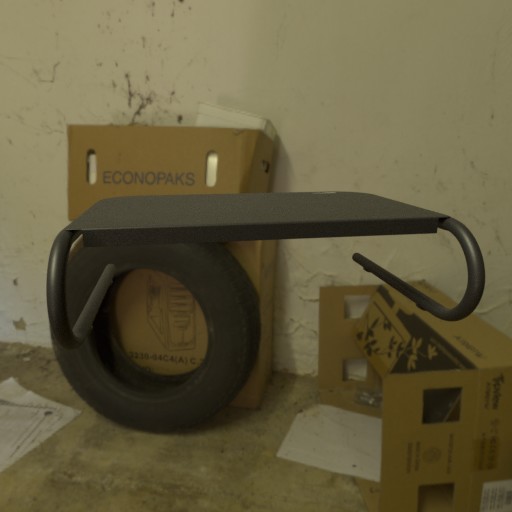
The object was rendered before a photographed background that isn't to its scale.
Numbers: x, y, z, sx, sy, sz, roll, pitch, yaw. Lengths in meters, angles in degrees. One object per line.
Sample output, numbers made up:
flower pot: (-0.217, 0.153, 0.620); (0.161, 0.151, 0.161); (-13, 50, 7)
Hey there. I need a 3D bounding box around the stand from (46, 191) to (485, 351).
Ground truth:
stand: (0.000, 0.000, 0.496); (0.370, 0.108, 0.280); (-3, 15, -10)
